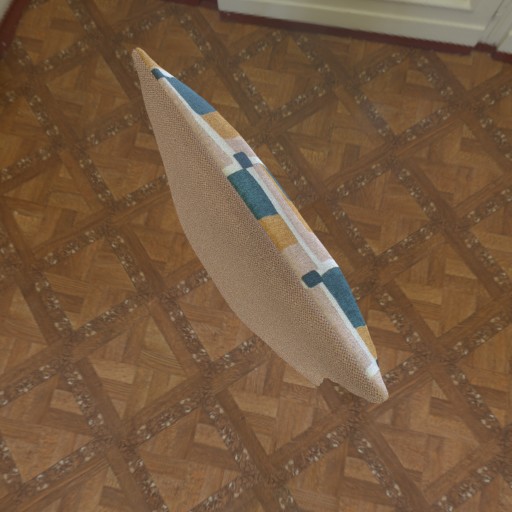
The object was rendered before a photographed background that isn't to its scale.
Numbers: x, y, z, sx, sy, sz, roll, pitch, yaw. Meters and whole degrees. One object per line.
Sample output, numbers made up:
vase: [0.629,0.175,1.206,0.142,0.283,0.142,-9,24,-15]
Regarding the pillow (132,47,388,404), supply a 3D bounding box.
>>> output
pillow: [0.000,0.000,0.698,0.158,0.479,0.478,-33,78,-8]
